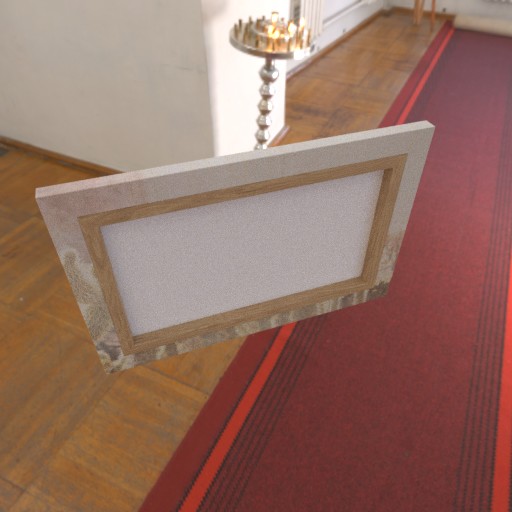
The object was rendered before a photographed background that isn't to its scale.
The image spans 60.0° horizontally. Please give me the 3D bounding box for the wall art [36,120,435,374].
[{"bbox_3d":[0.000,0.000,1.185,0.916,0.608,0.040,-13,44,-14],"label":"wall art"}]
